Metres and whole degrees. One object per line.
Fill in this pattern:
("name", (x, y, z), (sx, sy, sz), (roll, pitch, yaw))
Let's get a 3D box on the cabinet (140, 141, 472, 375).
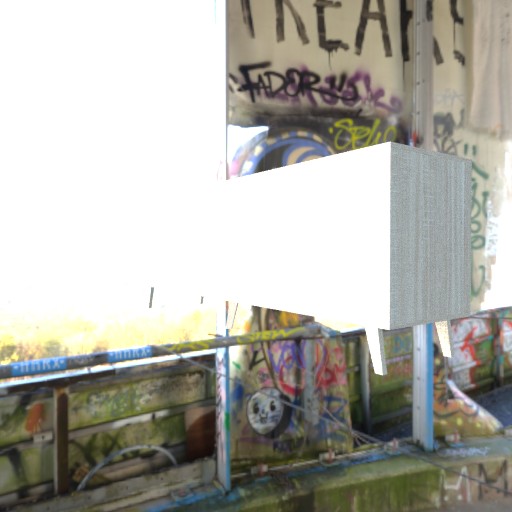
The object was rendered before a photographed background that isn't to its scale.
("cabinet", (0.000, 0.000, 2.488), (0.500, 0.780, 2.200), (-1, 1, -36))
